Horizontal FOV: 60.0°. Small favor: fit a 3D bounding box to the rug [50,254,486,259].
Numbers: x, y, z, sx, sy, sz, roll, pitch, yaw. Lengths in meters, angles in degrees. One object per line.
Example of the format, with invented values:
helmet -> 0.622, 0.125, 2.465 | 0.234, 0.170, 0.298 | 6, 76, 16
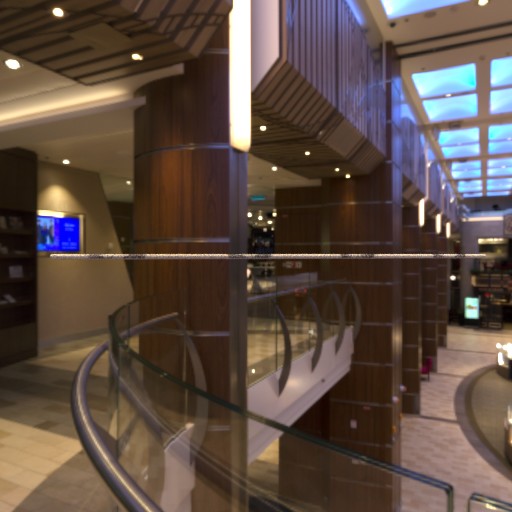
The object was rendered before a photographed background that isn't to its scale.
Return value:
rug -> 0.000, 0.000, 3.409 | 2.701, 0.026, 1.801 | 0, 0, -19
